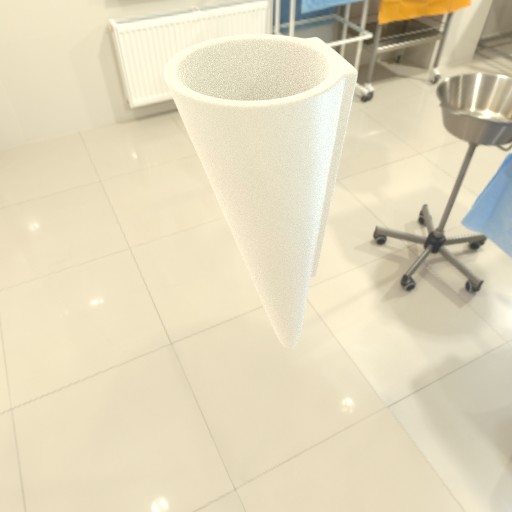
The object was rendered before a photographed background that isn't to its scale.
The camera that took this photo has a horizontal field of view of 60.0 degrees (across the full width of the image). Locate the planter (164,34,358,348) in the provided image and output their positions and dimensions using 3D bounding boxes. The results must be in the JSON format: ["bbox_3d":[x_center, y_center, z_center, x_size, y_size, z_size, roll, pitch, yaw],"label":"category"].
[{"bbox_3d":[0.000,0.000,0.224,0.064,0.193,0.057,-15,48,-14],"label":"planter"}]
